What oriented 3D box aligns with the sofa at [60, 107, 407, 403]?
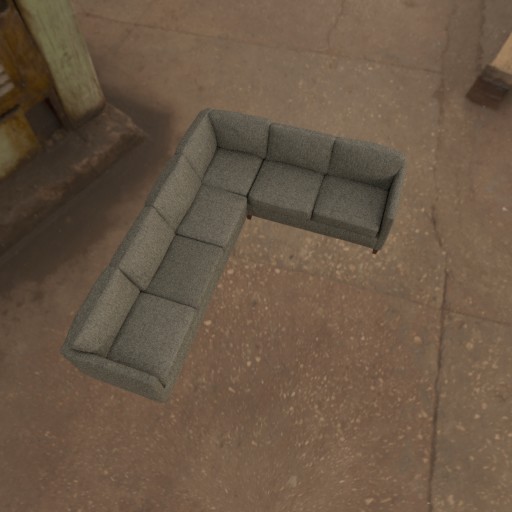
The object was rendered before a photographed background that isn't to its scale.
[{"bbox_3d":[0.000,0.000,4.641,2.593,0.947,3.302,16,60,10],"label":"sofa"}]
